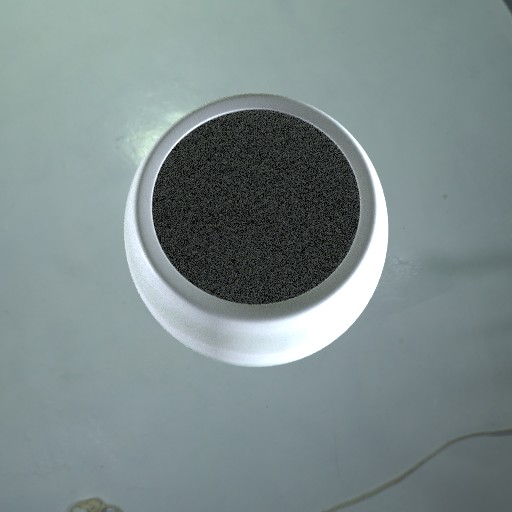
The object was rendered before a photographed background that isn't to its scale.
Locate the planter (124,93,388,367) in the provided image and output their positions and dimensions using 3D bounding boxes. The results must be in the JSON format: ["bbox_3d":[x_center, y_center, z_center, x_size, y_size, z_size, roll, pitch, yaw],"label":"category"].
[{"bbox_3d":[0.000,0.000,0.331,0.161,0.224,0.161,0,75,0],"label":"planter"}]
